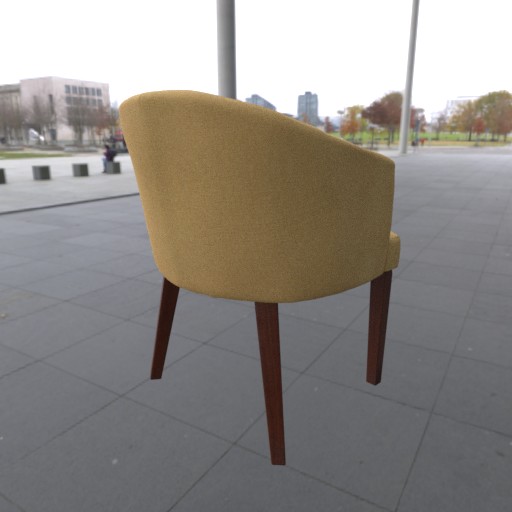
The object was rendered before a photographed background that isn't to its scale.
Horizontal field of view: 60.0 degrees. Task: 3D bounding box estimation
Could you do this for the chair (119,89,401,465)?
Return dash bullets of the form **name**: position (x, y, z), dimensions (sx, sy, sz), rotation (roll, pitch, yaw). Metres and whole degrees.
- **chair**: position (0.000, 0.000, 1.214), dimensions (0.655, 0.811, 0.583), rotation (-14, 20, -42)
